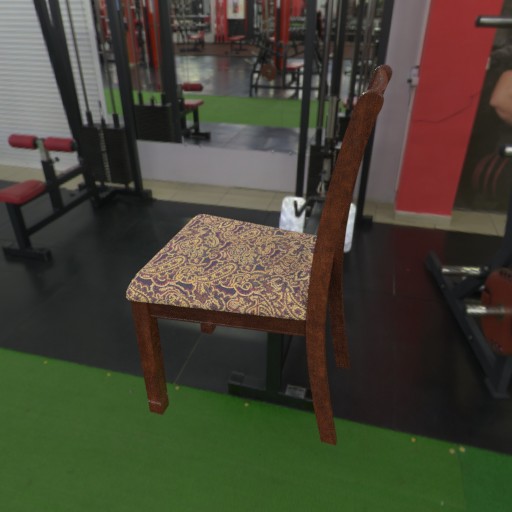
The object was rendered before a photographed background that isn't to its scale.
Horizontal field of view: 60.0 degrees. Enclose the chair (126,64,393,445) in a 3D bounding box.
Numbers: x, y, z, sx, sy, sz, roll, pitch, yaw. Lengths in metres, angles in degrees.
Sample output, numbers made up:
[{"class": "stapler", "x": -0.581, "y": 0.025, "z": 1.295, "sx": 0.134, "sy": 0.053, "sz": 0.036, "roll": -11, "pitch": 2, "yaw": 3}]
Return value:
[{"class": "chair", "x": 0.000, "y": 0.000, "z": 1.239, "sx": 0.584, "sy": 0.965, "sz": 0.457, "roll": 9, "pitch": 31, "yaw": 15}]
